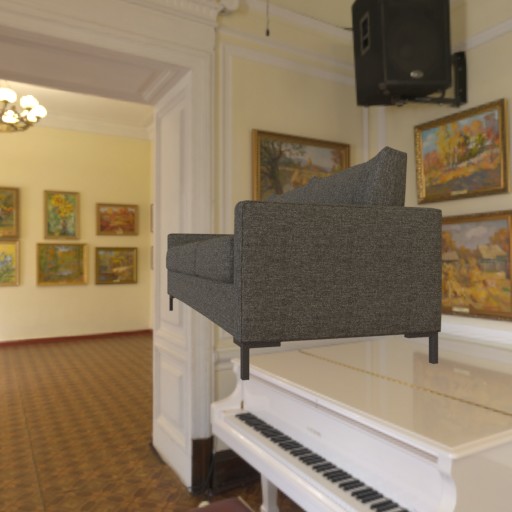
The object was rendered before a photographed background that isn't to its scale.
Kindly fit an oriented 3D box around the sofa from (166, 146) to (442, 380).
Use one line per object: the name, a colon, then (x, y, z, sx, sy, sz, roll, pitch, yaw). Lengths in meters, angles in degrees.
sofa: (0.000, 0.000, 2.699, 0.876, 0.879, 2.253, 0, 0, -18)
